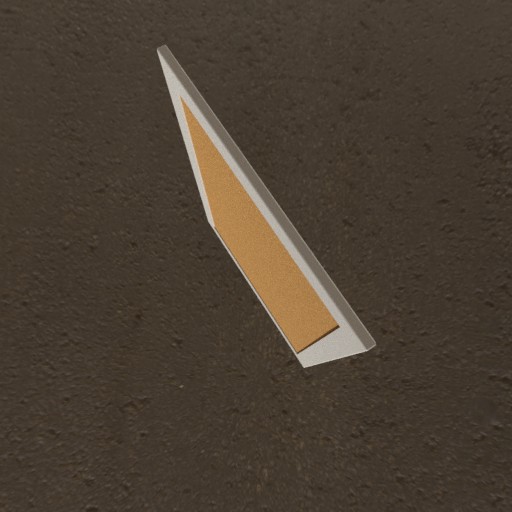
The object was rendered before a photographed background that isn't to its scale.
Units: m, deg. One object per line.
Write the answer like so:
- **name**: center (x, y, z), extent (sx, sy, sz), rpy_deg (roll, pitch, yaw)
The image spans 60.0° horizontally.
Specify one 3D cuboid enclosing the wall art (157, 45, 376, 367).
- **wall art**: center (0.000, 0.000, 0.683), extent (0.012, 0.529, 0.374), rpy_deg (-32, 77, -8)
